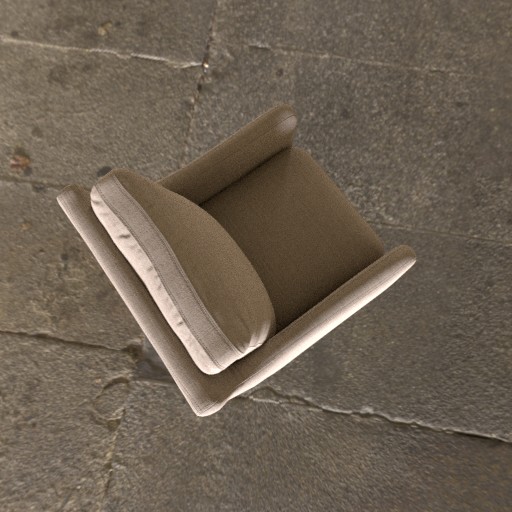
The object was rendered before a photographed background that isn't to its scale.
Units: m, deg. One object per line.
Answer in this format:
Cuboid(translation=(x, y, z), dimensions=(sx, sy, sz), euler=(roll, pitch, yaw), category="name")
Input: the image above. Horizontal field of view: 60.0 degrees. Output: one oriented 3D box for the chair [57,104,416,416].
Cuboid(translation=(0.000, 0.000, 1.357), dimensions=(0.694, 0.914, 0.626), euler=(-35, 78, -9), category="chair")
